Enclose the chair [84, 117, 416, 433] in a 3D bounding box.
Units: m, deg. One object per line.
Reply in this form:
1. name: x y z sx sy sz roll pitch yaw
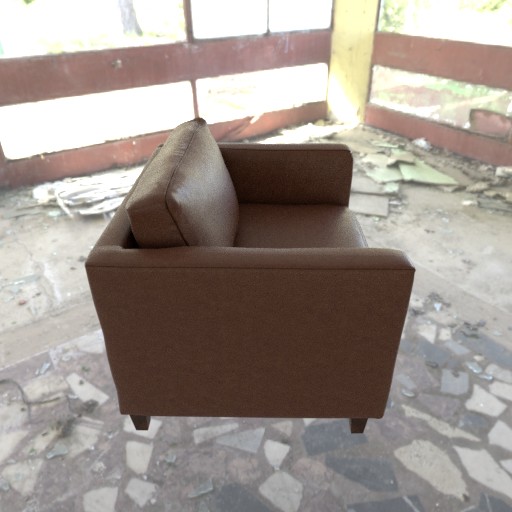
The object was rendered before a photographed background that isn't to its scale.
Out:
1. chair: 0.000 0.000 1.812 0.959 0.917 1.107 1 32 1
